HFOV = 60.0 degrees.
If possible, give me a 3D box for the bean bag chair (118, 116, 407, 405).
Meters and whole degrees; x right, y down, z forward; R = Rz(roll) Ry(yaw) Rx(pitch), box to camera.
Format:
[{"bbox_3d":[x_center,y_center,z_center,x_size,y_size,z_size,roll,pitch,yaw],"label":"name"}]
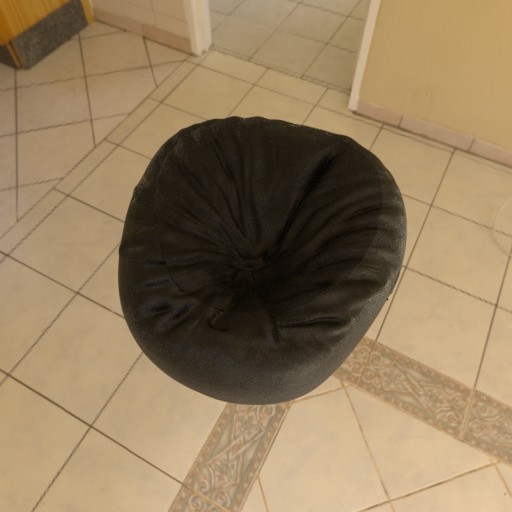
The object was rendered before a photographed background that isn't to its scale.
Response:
[{"bbox_3d":[0.000,0.000,2.453,1.524,0.878,1.524,16,59,10],"label":"bean bag chair"}]
